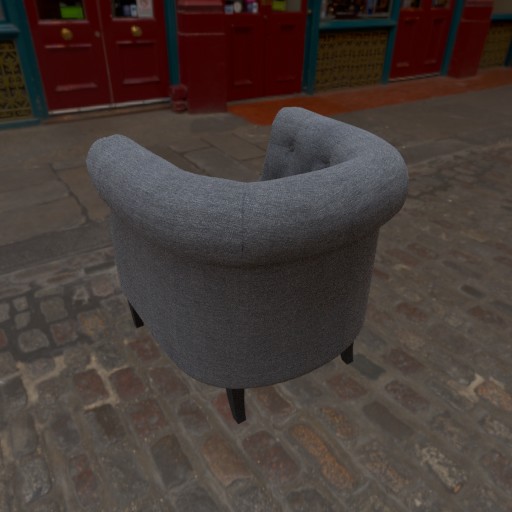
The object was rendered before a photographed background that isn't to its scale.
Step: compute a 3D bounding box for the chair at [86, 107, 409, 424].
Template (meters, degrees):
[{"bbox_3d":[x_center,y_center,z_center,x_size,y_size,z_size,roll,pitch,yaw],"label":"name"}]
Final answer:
[{"bbox_3d":[0.000,0.000,1.550,0.905,0.827,0.852,-19,36,-28],"label":"chair"}]
